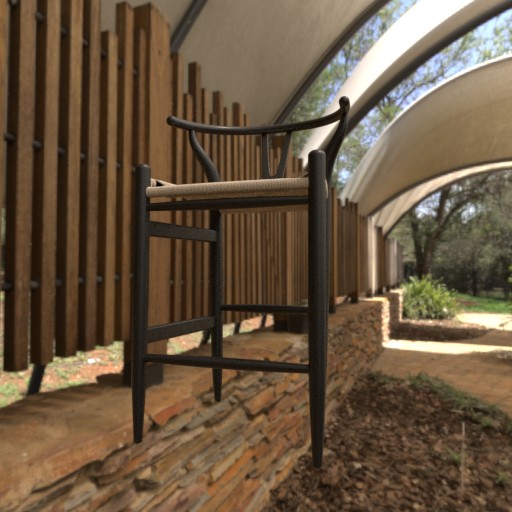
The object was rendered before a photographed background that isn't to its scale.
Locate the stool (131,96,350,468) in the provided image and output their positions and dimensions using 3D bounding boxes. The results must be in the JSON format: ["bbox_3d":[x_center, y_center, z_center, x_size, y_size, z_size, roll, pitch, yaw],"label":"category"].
[{"bbox_3d":[0.000,0.000,1.341,0.569,0.970,0.579,0,-2,18],"label":"stool"}]
